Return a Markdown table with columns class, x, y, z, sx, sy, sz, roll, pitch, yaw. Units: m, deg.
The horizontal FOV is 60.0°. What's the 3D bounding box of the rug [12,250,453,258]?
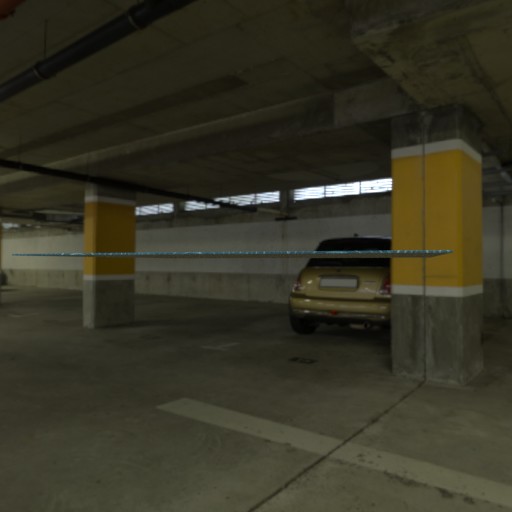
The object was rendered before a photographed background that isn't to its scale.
| class | x | y | z | sx | sy | sz | roll | pitch | yaw |
| --- | --- | --- | --- | --- | --- | --- | --- | --- | --- |
| rug | 0.000 | 0.000 | 3.975 | 3.033 | 0.012 | 2.432 | 0 | -1 | 19 |
